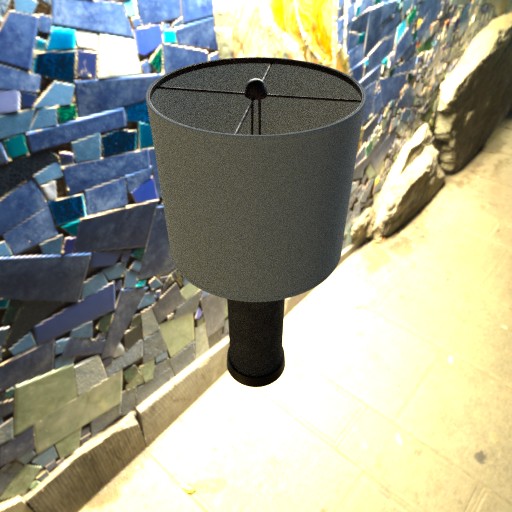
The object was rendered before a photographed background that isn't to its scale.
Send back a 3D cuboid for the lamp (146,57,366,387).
[{"bbox_3d":[0.000,0.000,0.807,0.301,0.630,0.301,-24,45,-26],"label":"lamp"}]
